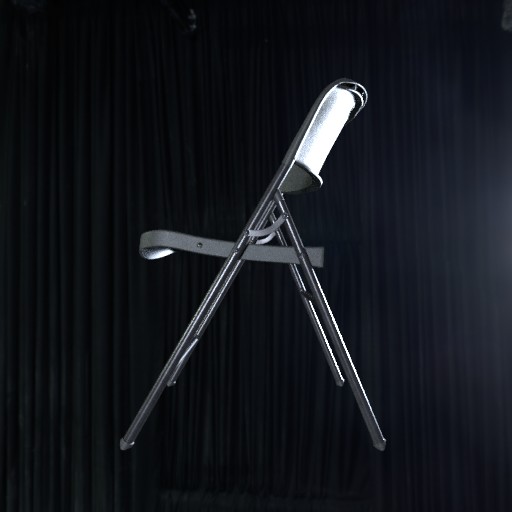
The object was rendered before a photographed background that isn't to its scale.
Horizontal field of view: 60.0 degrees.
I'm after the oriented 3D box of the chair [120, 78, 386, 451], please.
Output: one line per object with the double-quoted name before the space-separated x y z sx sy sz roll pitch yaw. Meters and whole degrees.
"chair" 0.000 0.000 1.165 0.566 0.810 0.494 0 0 0
